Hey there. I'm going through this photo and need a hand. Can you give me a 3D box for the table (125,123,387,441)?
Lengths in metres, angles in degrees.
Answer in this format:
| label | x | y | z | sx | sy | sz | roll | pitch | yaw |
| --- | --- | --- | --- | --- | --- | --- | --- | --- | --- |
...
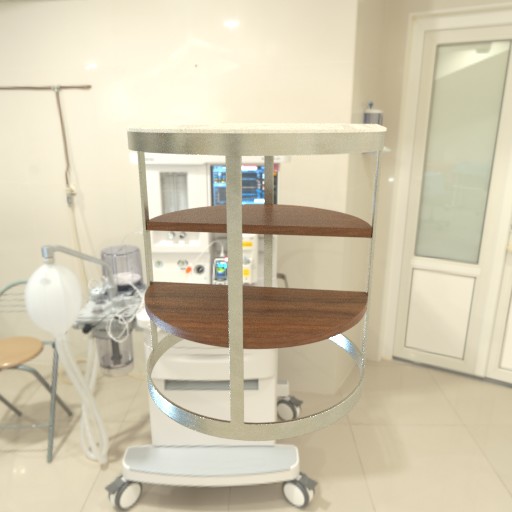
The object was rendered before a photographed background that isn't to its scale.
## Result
| label | x | y | z | sx | sy | sz | roll | pitch | yaw |
| --- | --- | --- | --- | --- | --- | --- | --- | --- | --- |
| table | 0.000 | 0.000 | 0.780 | 0.407 | 0.447 | 0.407 | 0 | 17 | 0 |
